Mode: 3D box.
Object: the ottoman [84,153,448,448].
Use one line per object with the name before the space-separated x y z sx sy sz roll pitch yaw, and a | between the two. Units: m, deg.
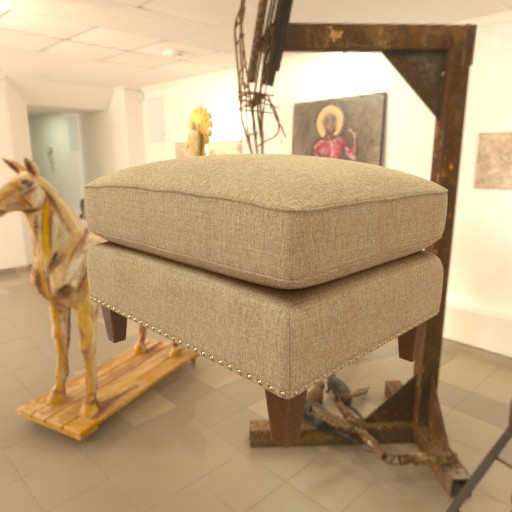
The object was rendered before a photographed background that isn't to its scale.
ottoman | 0.000 0.000 1.139 0.584 0.513 0.741 -13 18 -43
